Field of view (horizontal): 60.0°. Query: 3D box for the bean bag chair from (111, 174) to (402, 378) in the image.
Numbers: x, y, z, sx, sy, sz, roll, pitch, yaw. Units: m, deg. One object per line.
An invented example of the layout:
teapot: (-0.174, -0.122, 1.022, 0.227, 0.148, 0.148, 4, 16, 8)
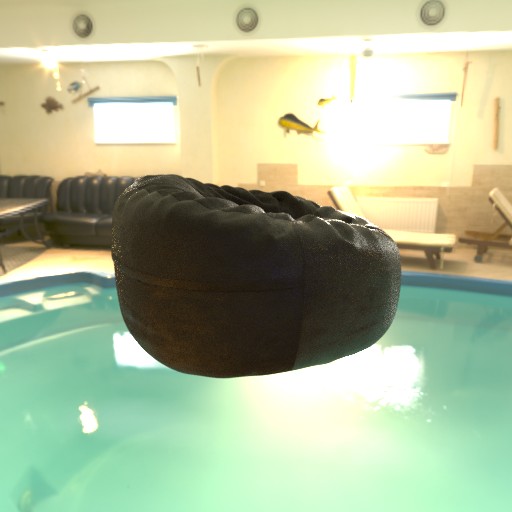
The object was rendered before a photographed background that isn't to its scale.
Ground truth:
bean bag chair: (0.000, 0.000, 2.462, 1.524, 0.878, 1.524, -3, 15, -10)
